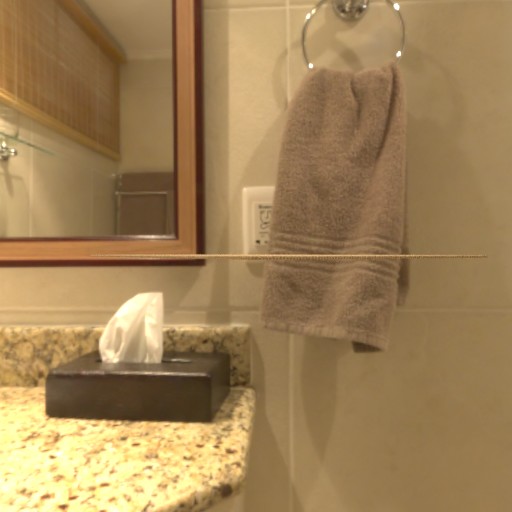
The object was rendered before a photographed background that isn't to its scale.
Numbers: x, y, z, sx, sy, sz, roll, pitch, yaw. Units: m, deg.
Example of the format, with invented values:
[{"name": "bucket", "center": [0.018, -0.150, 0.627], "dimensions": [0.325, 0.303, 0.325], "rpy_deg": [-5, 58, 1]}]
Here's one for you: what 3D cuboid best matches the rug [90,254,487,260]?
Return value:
[{"name": "rug", "center": [0.000, 0.000, 2.814], "dimensions": [1.509, 0.013, 2.144], "rpy_deg": [0, 0, -34]}]
